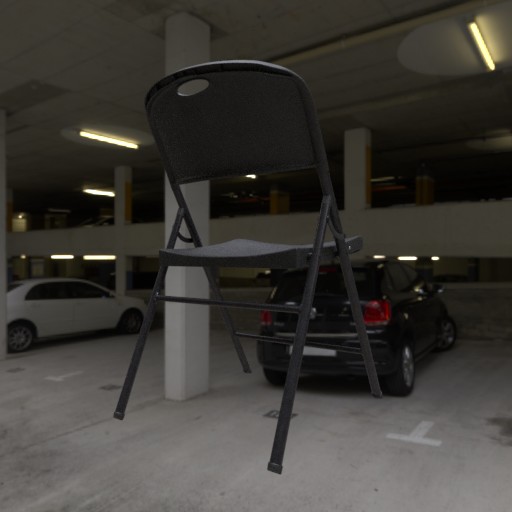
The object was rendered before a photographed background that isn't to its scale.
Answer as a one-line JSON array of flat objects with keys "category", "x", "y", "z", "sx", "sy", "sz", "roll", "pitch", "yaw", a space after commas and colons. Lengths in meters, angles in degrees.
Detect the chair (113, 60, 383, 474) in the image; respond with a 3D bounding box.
[{"category": "chair", "x": 0.000, "y": 0.000, "z": 1.176, "sx": 0.494, "sy": 0.810, "sz": 0.566, "roll": 0, "pitch": 0, "yaw": 36}]
